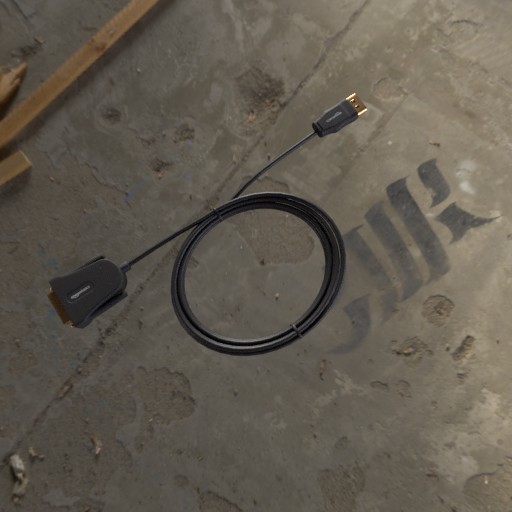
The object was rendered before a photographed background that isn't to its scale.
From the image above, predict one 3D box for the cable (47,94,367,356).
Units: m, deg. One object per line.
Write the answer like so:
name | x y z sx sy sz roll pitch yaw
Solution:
cable | 0.000 0.000 0.328 0.281 0.015 0.136 -33 79 -7
